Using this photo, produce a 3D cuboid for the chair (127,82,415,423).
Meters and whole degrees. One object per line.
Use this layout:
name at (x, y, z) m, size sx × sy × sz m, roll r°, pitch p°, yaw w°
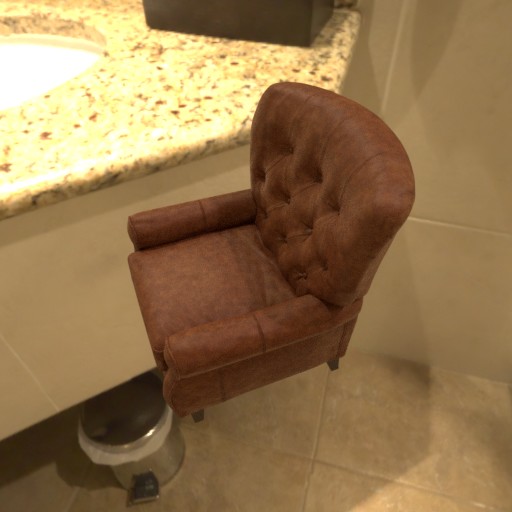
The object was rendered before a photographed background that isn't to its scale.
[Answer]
chair at (0.000, 0.000, 1.915) m, size 1.059 × 1.164 × 0.951 m, roll -16°, pitch 48°, yaw -15°
